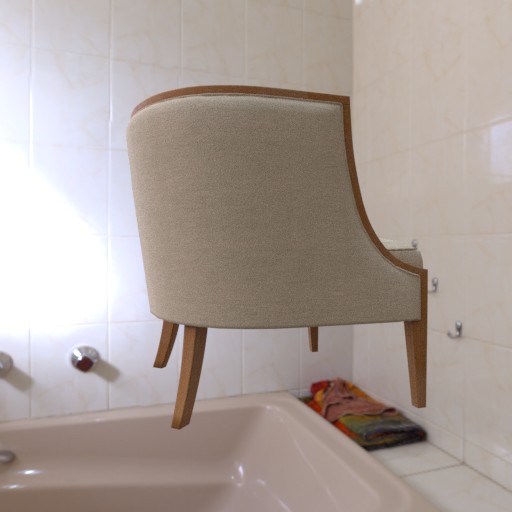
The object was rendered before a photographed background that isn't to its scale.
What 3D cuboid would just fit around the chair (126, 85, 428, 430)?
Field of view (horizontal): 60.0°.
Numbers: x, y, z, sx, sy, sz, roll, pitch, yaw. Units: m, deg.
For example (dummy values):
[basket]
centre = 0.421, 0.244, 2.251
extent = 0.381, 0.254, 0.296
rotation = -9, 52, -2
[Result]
[chair]
centre = 0.000, 0.000, 1.353
extent = 0.757, 0.775, 0.711
rotation = 0, 1, -17
